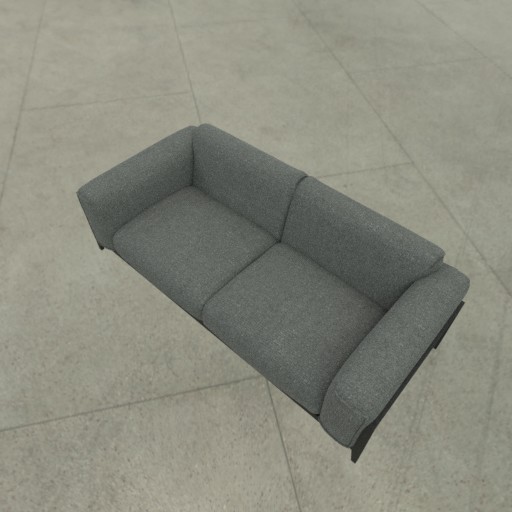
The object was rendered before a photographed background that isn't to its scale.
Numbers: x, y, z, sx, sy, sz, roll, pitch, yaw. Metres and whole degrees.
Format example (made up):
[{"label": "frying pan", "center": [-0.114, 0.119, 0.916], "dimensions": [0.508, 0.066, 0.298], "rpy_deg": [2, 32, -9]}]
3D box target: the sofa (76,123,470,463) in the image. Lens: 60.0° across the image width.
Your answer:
[{"label": "sofa", "center": [0.000, 0.000, 2.599], "dimensions": [2.125, 0.703, 0.985], "rpy_deg": [34, 57, 26]}]
